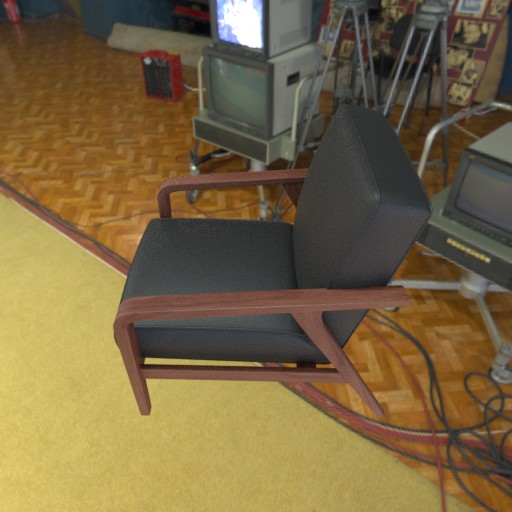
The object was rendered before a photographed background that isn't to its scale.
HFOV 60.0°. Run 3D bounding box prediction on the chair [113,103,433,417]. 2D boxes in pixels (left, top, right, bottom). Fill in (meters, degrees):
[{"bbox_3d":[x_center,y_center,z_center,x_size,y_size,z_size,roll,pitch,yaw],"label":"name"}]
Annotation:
[{"bbox_3d":[0.000,0.000,1.504,0.889,0.861,0.719,0,40,1],"label":"chair"}]
